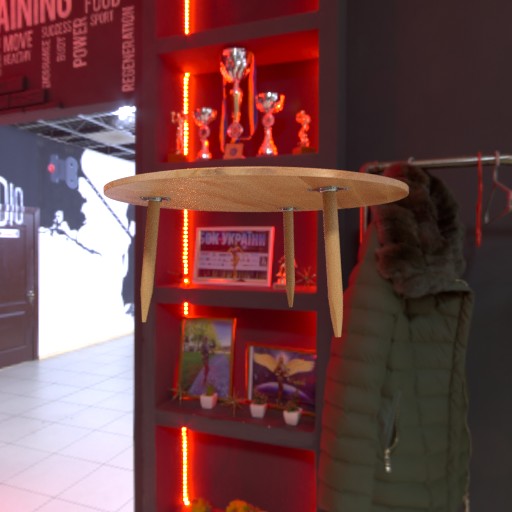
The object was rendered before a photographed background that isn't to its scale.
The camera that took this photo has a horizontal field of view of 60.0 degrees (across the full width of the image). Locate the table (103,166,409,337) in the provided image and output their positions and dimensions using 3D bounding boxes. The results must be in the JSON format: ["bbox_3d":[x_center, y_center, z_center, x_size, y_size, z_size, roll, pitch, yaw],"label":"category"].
[{"bbox_3d":[0.000,0.000,1.385,0.900,0.400,0.900,0,1,0],"label":"table"}]
